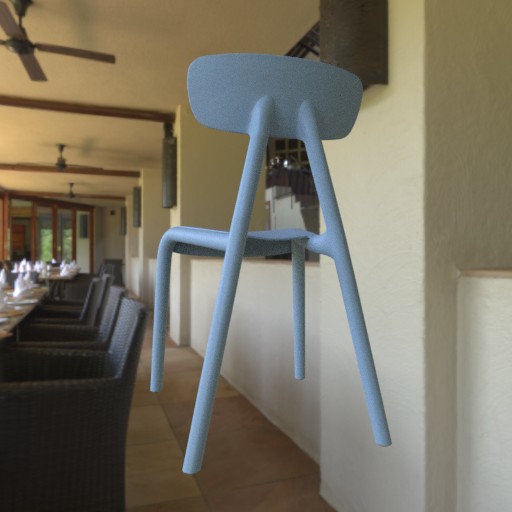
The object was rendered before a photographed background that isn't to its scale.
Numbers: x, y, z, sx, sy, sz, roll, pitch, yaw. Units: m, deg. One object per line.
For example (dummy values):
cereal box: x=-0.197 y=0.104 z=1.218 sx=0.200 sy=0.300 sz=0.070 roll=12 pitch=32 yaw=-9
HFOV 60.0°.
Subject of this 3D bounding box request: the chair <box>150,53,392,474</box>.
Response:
chair: x=0.000 y=0.000 z=0.818 sx=0.356 sy=0.580 sz=0.401 roll=0 pitch=0 yaw=-17
